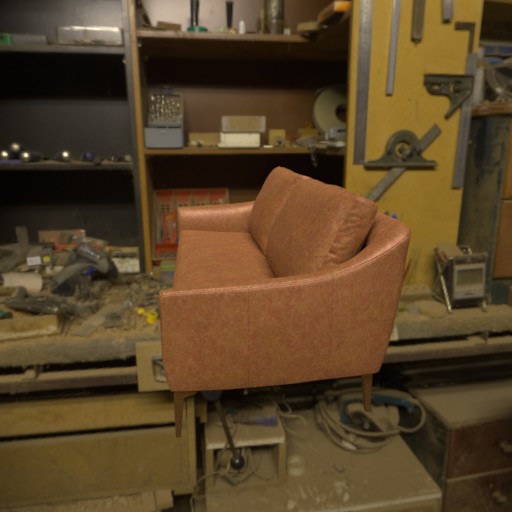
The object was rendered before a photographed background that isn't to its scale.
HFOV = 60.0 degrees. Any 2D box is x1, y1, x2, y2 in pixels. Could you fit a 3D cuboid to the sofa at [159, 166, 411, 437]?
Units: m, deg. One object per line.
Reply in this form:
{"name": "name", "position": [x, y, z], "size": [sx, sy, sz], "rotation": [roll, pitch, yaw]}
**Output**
{"name": "sofa", "position": [0.000, 0.000, 2.623], "size": [0.981, 0.945, 2.036], "rotation": [-2, 15, -8]}
